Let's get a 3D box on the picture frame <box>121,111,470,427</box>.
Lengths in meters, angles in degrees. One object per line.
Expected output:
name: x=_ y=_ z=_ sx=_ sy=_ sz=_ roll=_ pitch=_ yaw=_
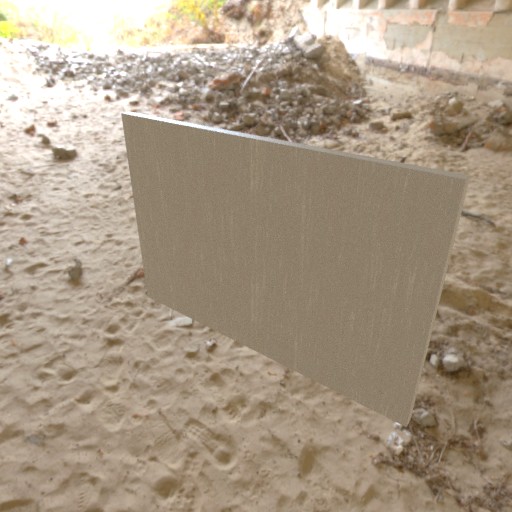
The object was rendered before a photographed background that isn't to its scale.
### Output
picture frame: x=0.000 y=0.000 z=1.199 sx=0.950 sy=0.640 sz=0.029 roll=20 pitch=35 yaw=31
